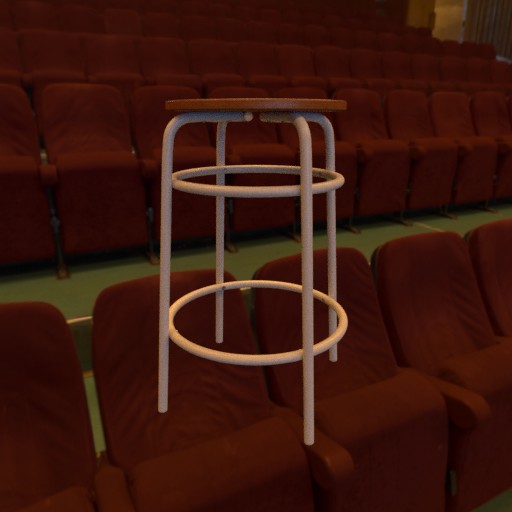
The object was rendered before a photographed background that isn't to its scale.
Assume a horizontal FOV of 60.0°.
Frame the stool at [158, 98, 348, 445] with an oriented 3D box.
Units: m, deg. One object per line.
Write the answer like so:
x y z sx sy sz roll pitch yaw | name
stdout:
0.000 0.000 0.927 0.455 0.610 0.455 -9 20 -26 | stool
